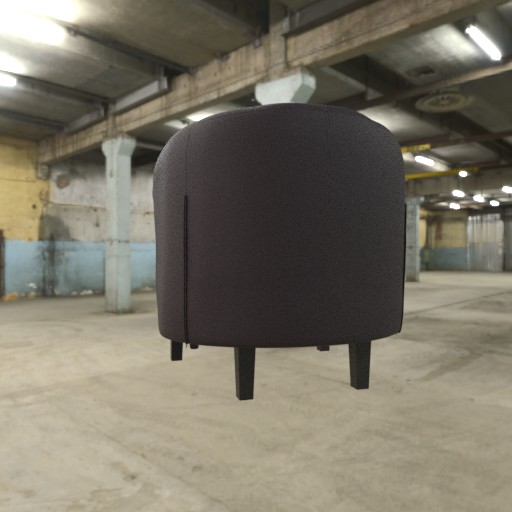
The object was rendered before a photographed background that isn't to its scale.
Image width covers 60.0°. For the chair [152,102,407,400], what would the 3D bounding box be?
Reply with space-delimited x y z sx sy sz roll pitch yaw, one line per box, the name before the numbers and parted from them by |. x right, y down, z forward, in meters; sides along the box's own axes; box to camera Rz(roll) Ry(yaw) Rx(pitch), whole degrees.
chair | 0.000 0.000 1.642 0.763 0.760 1.191 0 0 -17
